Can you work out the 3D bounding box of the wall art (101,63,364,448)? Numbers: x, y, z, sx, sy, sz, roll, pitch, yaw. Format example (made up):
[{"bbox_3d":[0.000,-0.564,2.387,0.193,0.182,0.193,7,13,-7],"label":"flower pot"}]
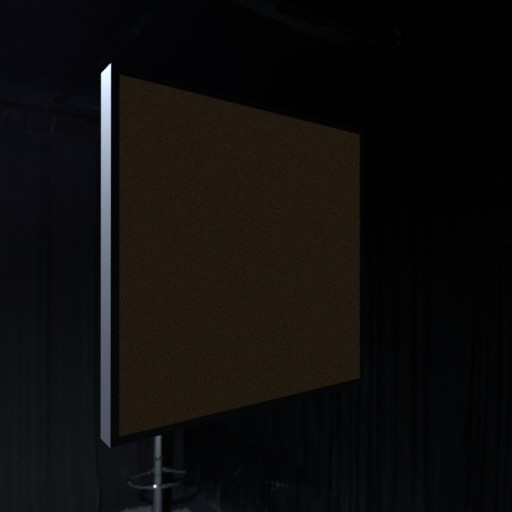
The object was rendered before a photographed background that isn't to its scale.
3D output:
[{"bbox_3d":[0.000,0.000,0.754,0.509,0.509,0.040,0,0,-37],"label":"wall art"}]
